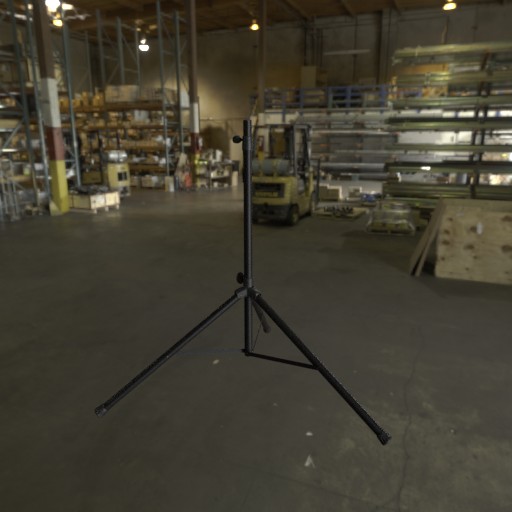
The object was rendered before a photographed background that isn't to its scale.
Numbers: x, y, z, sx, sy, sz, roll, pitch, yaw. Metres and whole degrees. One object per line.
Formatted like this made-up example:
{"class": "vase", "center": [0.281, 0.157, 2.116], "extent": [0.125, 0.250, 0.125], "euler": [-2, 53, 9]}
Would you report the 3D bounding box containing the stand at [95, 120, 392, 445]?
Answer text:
{"class": "stand", "center": [0.000, 0.000, 2.752], "extent": [1.596, 1.595, 1.339], "euler": [2, 15, 9]}
